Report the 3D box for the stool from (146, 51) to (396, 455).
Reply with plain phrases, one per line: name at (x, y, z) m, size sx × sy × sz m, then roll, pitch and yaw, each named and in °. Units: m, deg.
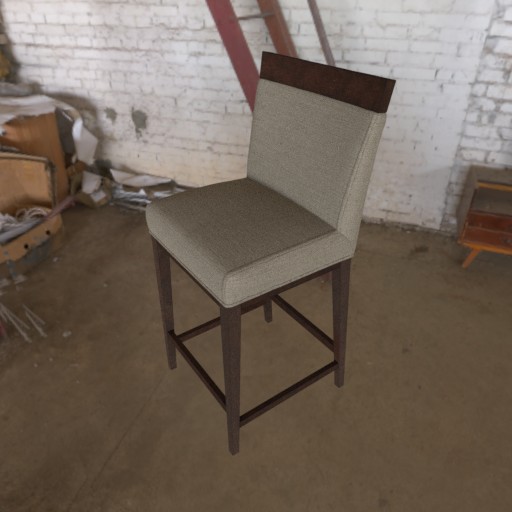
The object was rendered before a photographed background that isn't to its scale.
stool at (0.000, 0.000, 1.430) m, size 0.531 × 1.117 × 0.511 m, roll -21°, pitch 39°, yaw -29°
